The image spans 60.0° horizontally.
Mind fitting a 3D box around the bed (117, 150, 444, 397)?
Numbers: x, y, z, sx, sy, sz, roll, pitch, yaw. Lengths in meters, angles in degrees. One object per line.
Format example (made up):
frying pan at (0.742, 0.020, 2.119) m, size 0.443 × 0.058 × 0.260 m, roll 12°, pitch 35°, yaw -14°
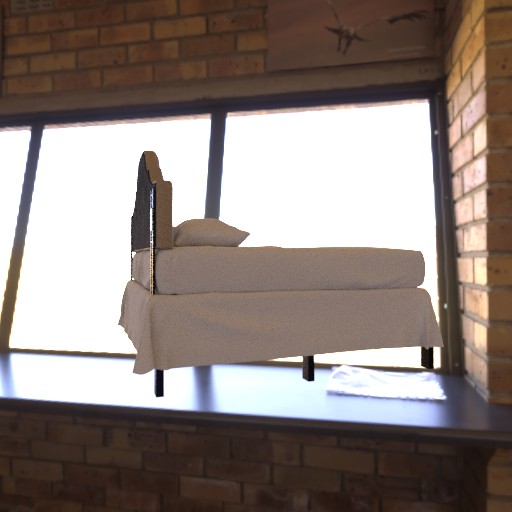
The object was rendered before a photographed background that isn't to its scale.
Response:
bed at (0.000, 0.000, 3.835) m, size 2.222 × 1.631 × 2.303 m, roll 0°, pitch 0°, yaw -20°
